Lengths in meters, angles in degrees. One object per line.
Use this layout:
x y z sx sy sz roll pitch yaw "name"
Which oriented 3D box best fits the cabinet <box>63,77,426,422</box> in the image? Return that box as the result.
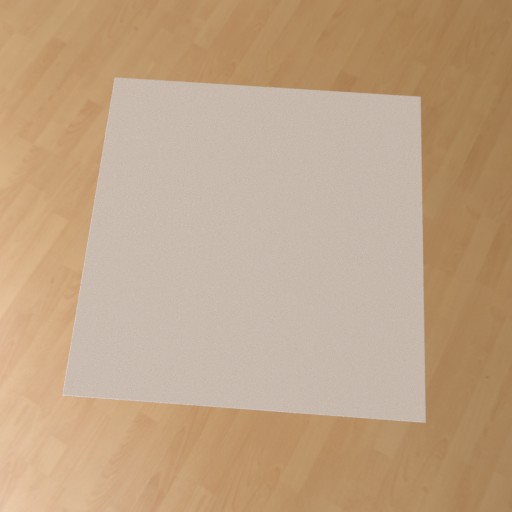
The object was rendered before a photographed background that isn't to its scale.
0.000 0.000 1.287 0.800 0.460 0.800 4 77 1 "cabinet"
